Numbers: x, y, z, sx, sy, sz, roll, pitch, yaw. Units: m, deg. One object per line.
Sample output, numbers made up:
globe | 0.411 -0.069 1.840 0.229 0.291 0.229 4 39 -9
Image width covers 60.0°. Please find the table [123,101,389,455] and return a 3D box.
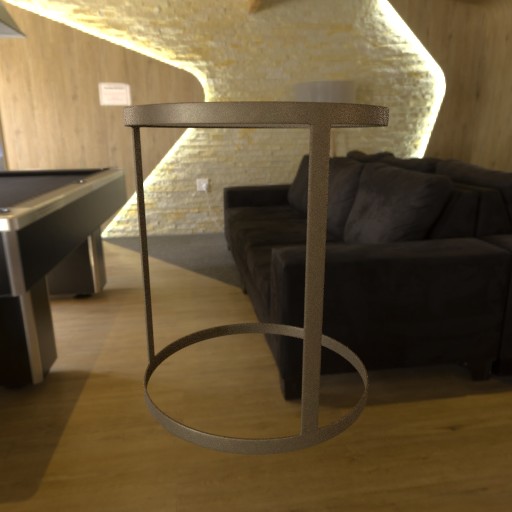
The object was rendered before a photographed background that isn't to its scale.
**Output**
table | 0.000 0.000 0.905 0.480 0.565 0.480 0 15 0
